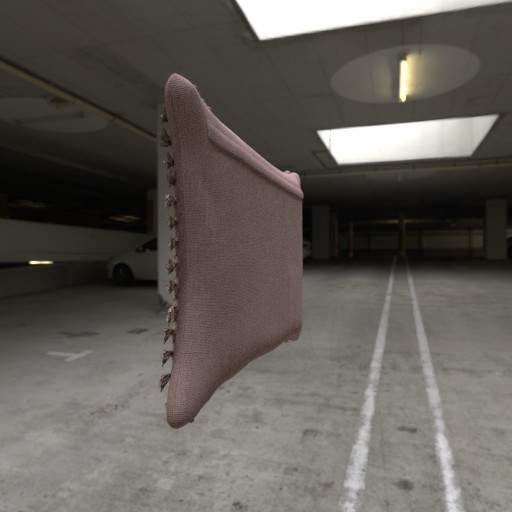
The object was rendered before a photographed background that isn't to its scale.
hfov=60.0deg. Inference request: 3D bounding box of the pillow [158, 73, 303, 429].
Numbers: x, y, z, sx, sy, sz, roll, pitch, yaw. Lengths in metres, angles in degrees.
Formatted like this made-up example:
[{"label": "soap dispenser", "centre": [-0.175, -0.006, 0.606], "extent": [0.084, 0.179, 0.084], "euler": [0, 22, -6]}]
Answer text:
[{"label": "pillow", "centre": [0.000, 0.000, 0.583], "extent": [0.084, 0.305, 0.466], "euler": [0, 0, 18]}]
